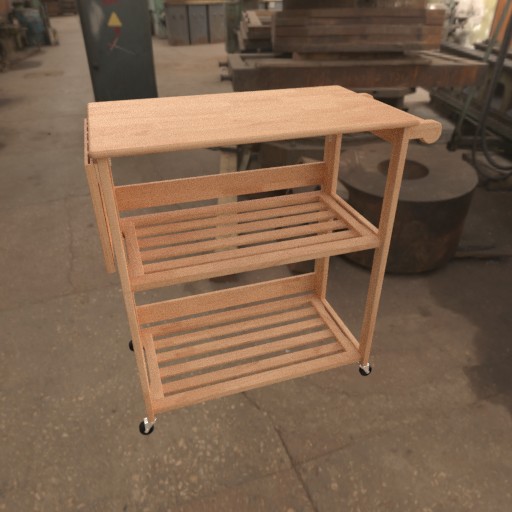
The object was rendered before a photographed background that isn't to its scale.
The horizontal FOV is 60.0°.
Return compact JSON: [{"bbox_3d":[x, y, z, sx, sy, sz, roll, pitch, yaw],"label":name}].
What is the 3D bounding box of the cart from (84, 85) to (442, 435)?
[{"bbox_3d":[0.000,0.000,1.362,0.853,0.879,0.432,-10,33,-15],"label":"cart"}]
